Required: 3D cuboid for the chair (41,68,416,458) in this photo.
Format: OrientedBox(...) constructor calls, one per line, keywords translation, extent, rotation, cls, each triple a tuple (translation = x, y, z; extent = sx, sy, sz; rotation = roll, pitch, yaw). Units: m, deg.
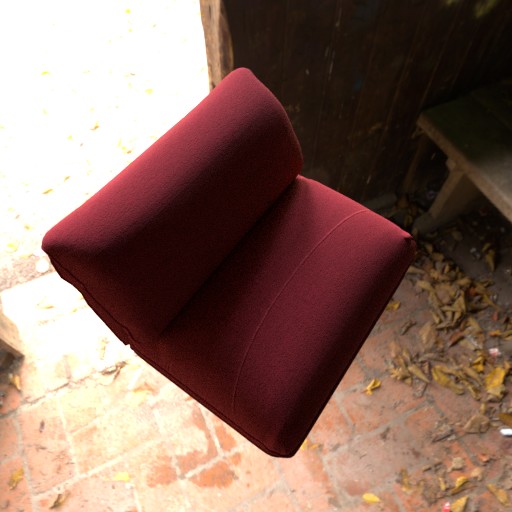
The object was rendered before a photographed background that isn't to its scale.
OrientedBox(translation=(0.000, 0.000, 1.316), extent=(0.780, 0.580, 0.820), rotation=(31, 64, 17), cls="chair")
